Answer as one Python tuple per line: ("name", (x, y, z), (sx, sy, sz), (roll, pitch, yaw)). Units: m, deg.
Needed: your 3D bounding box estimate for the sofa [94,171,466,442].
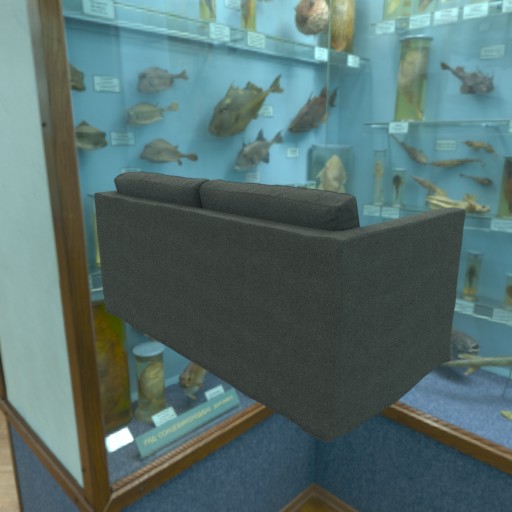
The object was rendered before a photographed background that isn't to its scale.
("sofa", (0.000, 0.000, 2.356), (0.974, 0.854, 1.802), (-13, 20, -42))
